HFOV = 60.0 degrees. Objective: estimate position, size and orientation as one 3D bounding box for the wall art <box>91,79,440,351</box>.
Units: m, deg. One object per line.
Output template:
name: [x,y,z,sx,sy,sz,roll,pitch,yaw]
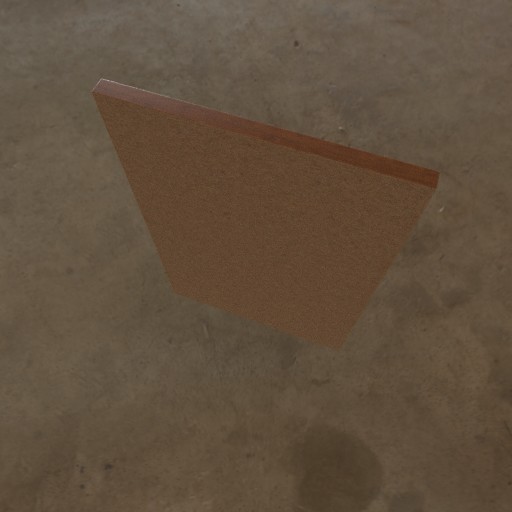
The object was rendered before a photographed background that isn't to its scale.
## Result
wall art: [0.000,0.000,1.149,0.610,0.914,0.037,18,64,9]
